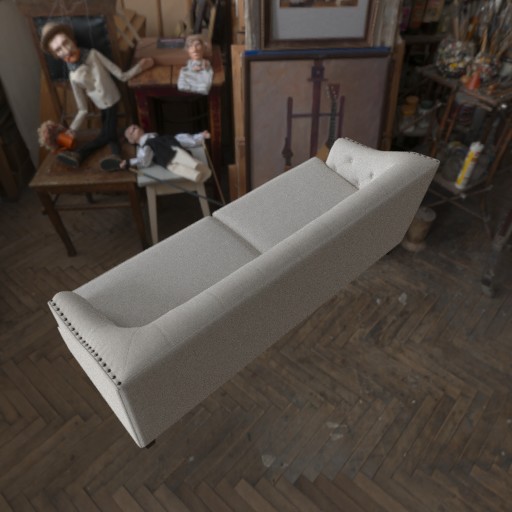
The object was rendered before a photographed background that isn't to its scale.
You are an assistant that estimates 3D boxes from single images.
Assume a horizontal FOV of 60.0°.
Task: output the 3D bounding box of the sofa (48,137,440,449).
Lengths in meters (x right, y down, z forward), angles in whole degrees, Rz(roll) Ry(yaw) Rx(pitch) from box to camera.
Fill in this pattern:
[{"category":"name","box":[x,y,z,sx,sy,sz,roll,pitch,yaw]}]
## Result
[{"category":"sofa","box":[0.000,0.000,2.694,2.235,0.901,0.914,-33,54,-28]}]
